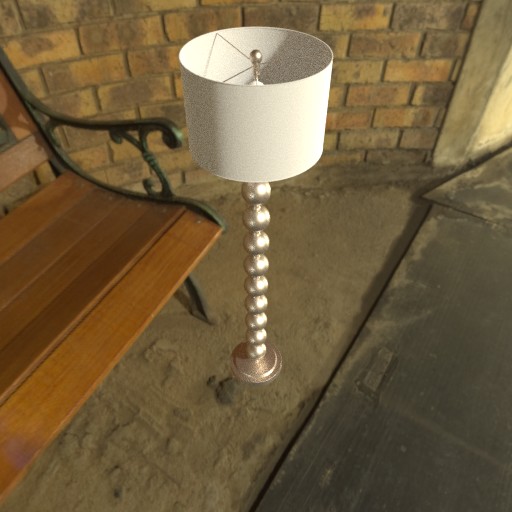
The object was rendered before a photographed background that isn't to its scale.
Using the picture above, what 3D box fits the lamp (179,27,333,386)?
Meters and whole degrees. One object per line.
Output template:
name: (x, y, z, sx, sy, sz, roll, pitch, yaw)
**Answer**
lamp: (0.000, 0.000, 1.644, 0.394, 1.474, 0.394, -3, 45, -3)
